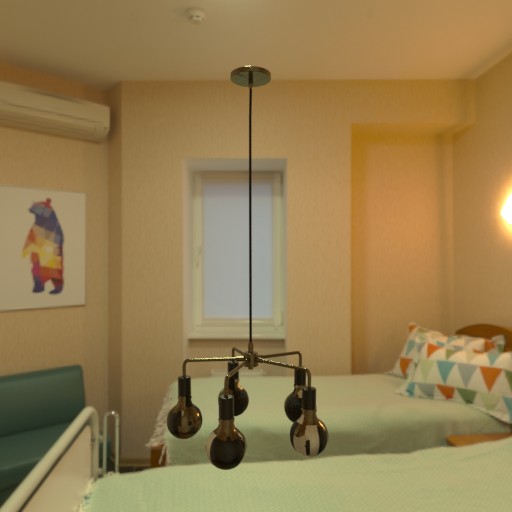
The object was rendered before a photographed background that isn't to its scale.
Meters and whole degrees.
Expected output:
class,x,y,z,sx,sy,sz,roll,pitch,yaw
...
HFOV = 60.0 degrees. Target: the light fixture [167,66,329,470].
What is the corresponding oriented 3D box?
class,x,y,z,sx,sy,sz,roll,pitch,yaw
light fixture,0.000,0.000,1.216,0.421,0.988,0.438,0,0,-36
